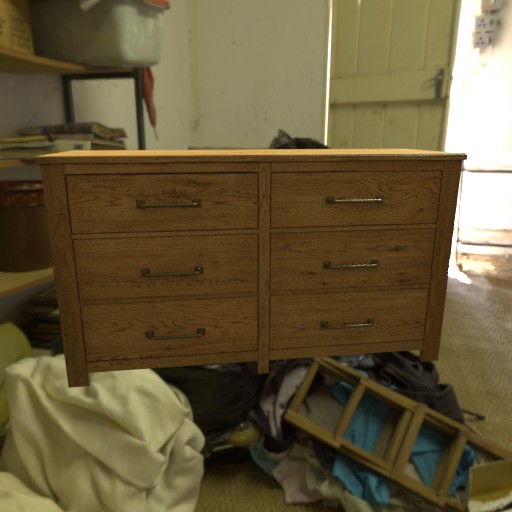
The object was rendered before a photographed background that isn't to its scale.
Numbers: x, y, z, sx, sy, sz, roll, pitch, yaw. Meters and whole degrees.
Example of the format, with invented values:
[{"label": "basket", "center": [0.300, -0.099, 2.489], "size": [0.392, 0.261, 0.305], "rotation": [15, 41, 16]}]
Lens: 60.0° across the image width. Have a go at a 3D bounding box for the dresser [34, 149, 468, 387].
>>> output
[{"label": "dresser", "center": [0.000, 0.000, 2.040], "size": [1.657, 0.932, 0.563], "rotation": [-2, 16, -8]}]
